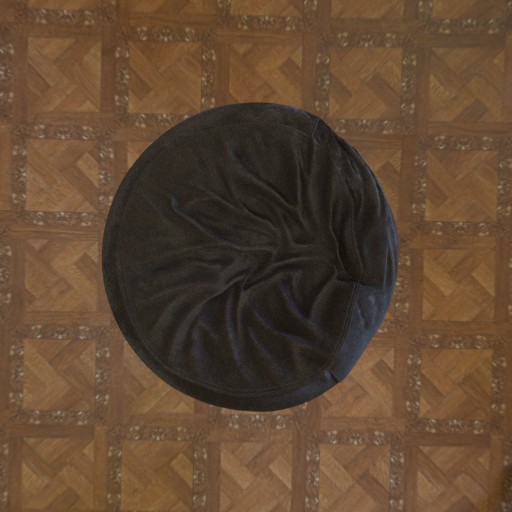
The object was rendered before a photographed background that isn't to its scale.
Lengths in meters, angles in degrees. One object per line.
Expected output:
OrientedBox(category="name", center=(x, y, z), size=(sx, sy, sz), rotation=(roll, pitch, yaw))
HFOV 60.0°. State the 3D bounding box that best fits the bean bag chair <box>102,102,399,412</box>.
OrientedBox(category="bean bag chair", center=(0.000, 0.000, 1.470), size=(0.918, 0.605, 0.918), rotation=(0, 91, 0))
